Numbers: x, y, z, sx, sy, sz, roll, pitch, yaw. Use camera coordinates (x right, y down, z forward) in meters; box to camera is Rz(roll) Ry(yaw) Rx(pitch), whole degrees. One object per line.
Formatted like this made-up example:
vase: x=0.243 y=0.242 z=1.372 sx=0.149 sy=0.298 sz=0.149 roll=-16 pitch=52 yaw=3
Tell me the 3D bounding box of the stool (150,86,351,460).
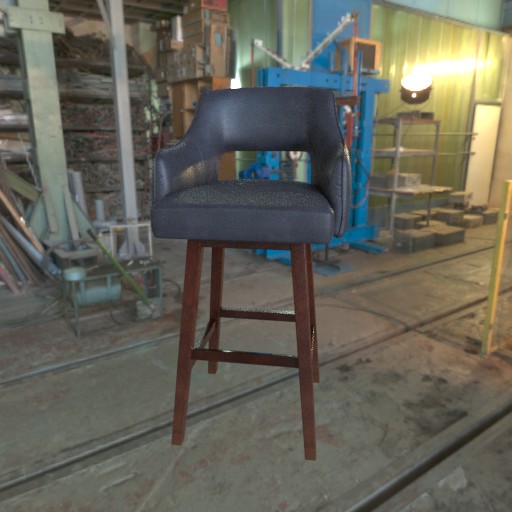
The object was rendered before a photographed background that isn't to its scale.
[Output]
stool: x=0.000 y=0.000 z=1.382 sx=0.550 sy=1.041 sz=0.560 roll=2 pitch=16 yaw=9
